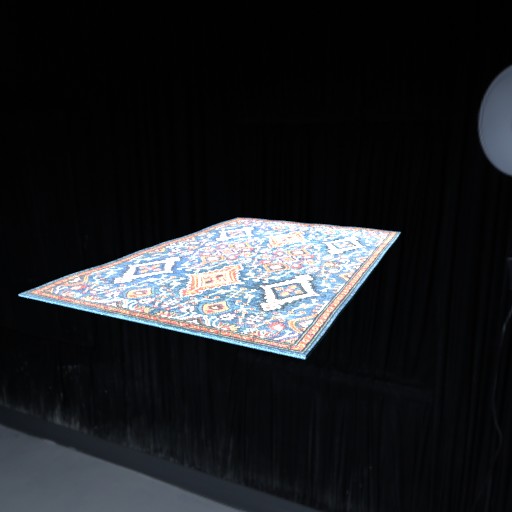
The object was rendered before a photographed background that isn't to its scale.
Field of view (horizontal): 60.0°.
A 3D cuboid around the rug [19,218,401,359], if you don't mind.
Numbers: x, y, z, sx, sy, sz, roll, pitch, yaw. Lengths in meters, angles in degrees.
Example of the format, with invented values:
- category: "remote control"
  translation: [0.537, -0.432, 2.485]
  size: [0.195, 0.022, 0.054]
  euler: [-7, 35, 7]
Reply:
- category: "rug"
  translation: [0.000, 0.000, 2.280]
  size: [1.195, 0.014, 1.847]
  euler: [7, 17, 25]
